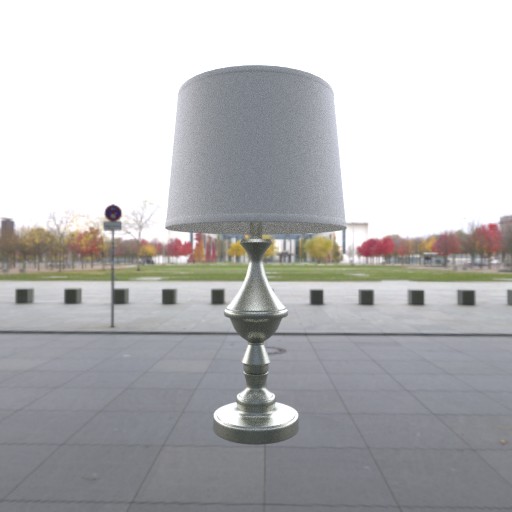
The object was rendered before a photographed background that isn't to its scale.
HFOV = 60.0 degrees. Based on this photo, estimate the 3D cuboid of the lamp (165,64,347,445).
[{"bbox_3d":[0.000,0.000,0.953,0.383,0.733,0.383,0,-1,0],"label":"lamp"}]
